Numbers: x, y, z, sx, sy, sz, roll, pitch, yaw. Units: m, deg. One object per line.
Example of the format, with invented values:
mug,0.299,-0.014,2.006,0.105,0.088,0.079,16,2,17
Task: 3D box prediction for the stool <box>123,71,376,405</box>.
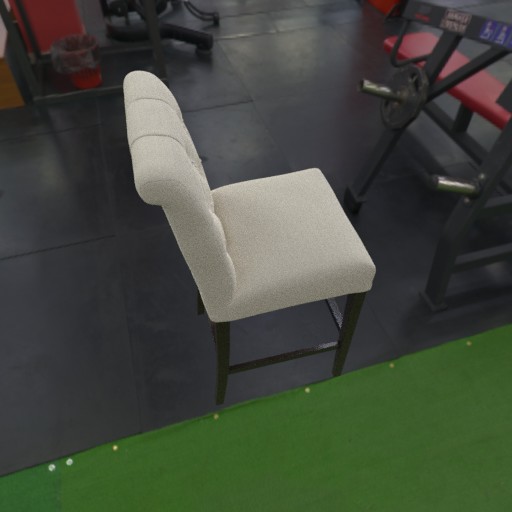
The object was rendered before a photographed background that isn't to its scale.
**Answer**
stool,0.000,0.000,1.456,0.610,1.118,0.482,-11,50,-9
